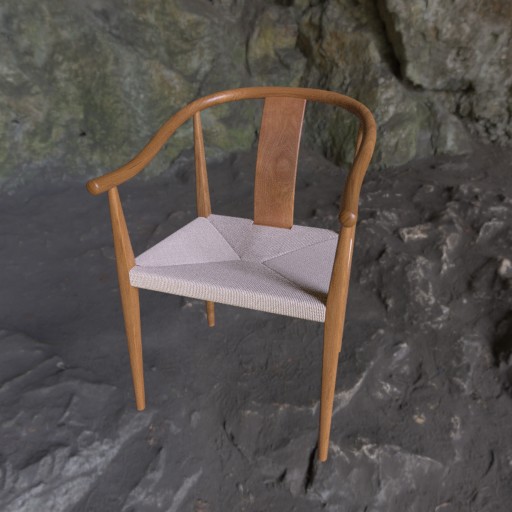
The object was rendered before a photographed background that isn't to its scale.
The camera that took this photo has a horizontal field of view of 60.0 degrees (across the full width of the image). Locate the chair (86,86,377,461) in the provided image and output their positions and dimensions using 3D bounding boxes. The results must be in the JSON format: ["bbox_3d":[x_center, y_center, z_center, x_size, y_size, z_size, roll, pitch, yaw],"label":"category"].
[{"bbox_3d":[0.000,0.000,1.200,0.556,0.800,0.579,9,29,16],"label":"chair"}]
